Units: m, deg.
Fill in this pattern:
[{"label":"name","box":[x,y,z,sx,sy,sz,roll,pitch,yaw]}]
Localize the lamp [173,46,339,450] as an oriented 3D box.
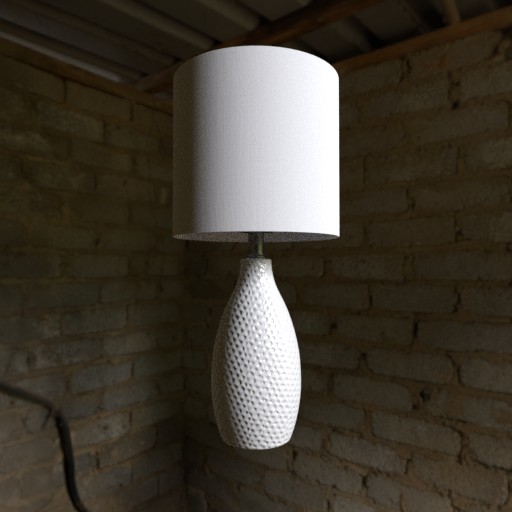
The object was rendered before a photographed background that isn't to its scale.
[{"label":"lamp","box":[0.000,0.000,0.580,0.214,0.466,0.214,0,-1,0]}]
